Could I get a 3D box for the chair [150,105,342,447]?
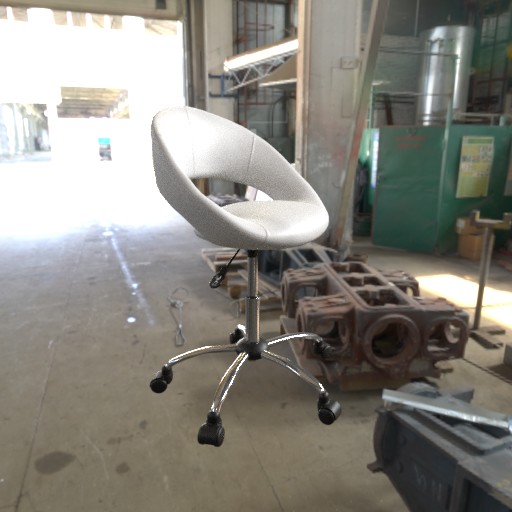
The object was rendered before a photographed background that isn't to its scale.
[{"bbox_3d":[0.000,0.000,1.205,0.538,0.791,0.612,7,16,26],"label":"chair"}]
